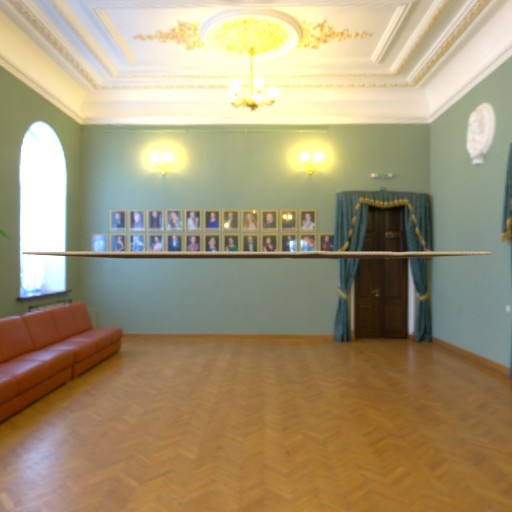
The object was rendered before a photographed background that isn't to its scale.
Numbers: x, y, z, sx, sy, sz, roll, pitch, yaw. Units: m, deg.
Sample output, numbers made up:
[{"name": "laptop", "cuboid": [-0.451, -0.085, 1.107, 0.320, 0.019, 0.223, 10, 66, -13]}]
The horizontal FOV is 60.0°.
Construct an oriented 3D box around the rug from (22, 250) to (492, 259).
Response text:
[{"name": "rug", "cuboid": [0.000, 0.000, 4.788, 3.659, 0.037, 2.734, 0, -1, -1]}]
